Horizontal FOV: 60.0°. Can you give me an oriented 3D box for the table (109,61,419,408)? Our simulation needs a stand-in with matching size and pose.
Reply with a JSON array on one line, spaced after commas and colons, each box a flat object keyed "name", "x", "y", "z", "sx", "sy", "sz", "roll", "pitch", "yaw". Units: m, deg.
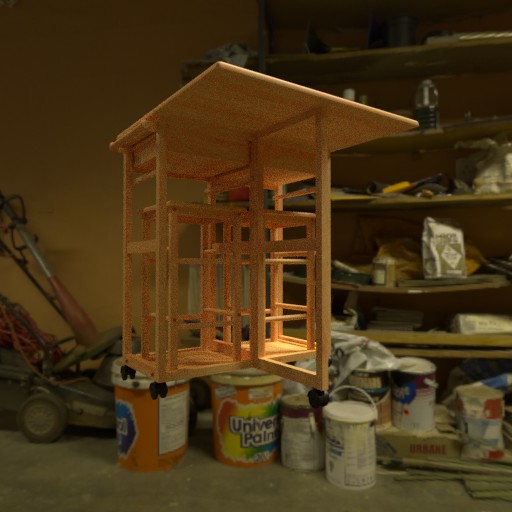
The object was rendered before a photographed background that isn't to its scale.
[{"name": "table", "x": 0.000, "y": 0.000, "z": 1.432, "sx": 0.752, "sy": 0.832, "sz": 0.693, "roll": 1, "pitch": -1, "yaw": -35}]
